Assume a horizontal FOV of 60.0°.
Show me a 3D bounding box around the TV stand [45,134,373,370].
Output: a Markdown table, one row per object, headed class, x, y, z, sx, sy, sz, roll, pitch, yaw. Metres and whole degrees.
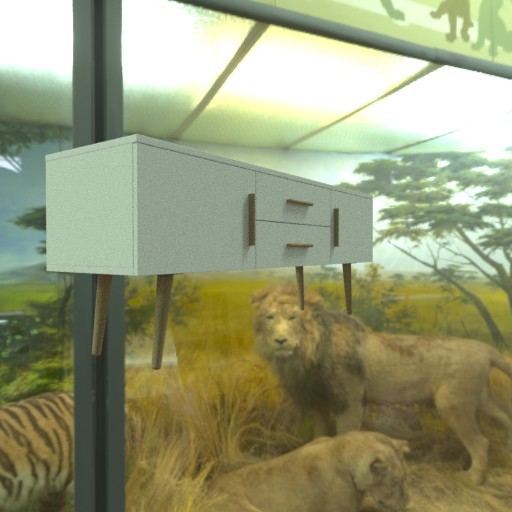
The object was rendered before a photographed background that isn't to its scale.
| class | x | y | z | sx | sy | sz | roll | pitch | yaw |
| --- | --- | --- | --- | --- | --- | --- | --- | --- | --- |
| TV stand | 0.000 | 0.000 | 1.656 | 0.401 | 0.560 | 1.398 | 1 | 1 | 36 |
